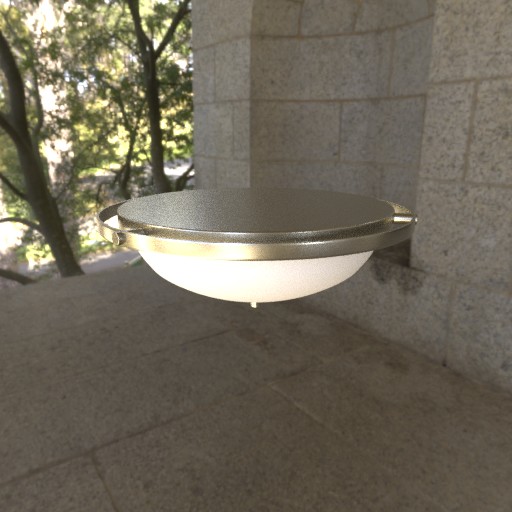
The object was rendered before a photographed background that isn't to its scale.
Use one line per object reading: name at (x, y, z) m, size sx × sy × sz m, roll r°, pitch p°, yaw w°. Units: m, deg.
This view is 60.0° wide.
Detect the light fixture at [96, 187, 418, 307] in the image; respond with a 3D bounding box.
light fixture at (0.000, 0.000, 0.545) m, size 0.361 × 0.130 × 0.361 m, roll 0°, pitch 15°, yaw 0°
